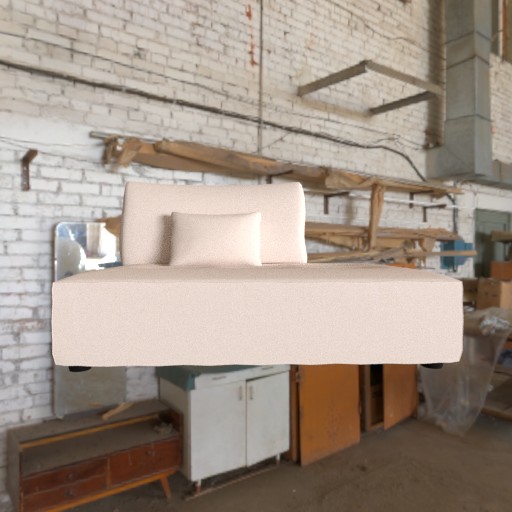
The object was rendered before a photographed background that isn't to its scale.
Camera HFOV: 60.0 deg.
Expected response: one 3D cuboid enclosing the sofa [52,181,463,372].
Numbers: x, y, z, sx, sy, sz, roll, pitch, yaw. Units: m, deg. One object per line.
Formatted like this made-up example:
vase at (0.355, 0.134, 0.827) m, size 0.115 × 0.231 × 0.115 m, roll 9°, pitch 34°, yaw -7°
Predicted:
sofa at (0.000, 0.000, 2.051) m, size 1.450 × 0.820 × 1.000 m, roll 0°, pitch 1°, yaw -2°
